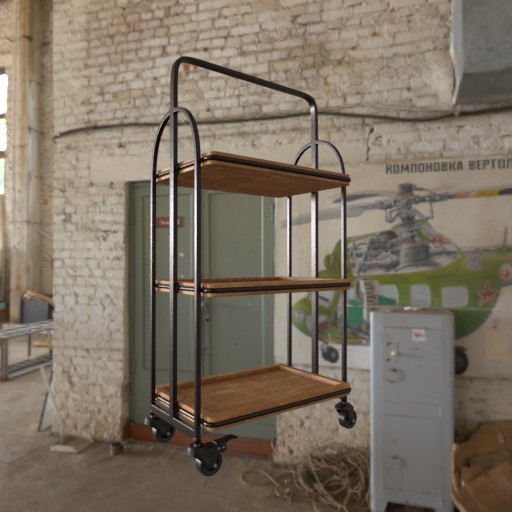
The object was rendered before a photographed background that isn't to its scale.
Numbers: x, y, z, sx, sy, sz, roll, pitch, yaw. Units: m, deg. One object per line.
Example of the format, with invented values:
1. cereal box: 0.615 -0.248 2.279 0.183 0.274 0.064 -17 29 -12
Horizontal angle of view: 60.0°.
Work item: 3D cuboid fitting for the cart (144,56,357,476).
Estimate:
1. cart: 0.000 0.000 1.243 0.553 1.001 0.327 1 -1 -37
